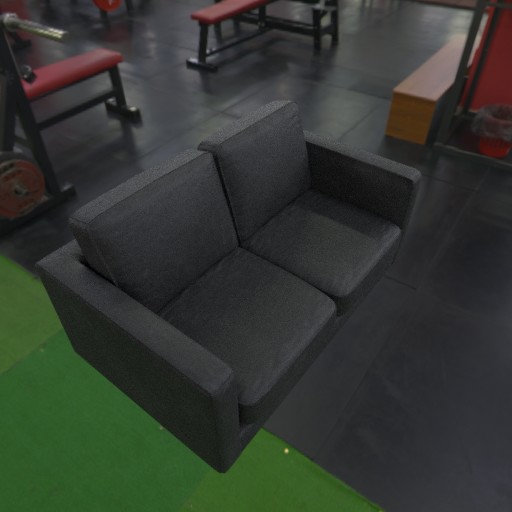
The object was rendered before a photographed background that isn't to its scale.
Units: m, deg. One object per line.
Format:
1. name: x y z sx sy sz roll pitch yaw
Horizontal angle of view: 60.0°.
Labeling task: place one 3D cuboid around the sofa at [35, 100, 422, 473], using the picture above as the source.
1. sofa: 0.000 0.000 1.933 0.879 0.899 1.430 28 49 27
